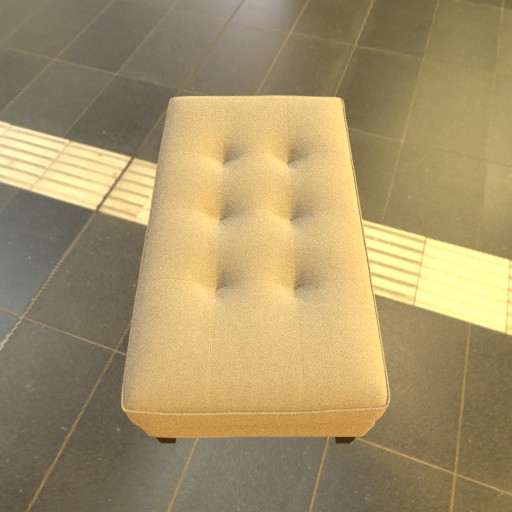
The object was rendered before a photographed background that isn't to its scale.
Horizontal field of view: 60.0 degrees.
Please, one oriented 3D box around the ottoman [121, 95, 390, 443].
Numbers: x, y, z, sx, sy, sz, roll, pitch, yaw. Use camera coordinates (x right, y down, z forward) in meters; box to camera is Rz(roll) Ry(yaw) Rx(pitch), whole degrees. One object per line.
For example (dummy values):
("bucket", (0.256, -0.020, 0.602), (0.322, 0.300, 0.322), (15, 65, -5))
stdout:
("ottoman", (0.000, 0.000, 1.481), (0.648, 0.508, 1.143), (0, 57, 0))
